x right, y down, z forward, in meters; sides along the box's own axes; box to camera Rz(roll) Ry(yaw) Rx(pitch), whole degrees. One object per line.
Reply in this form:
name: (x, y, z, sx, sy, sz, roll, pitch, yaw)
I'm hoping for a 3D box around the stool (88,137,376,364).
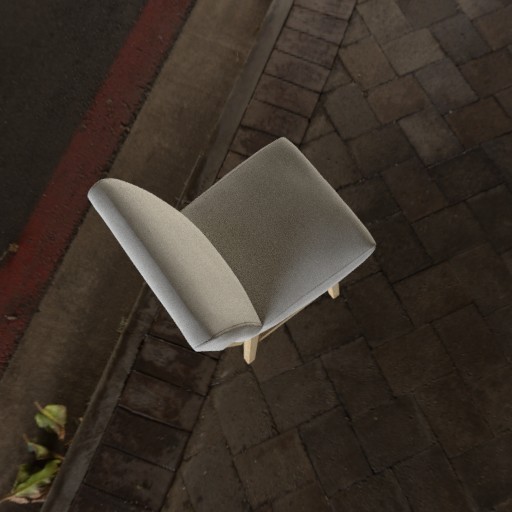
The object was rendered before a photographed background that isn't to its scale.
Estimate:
stool: (0.000, 0.000, 1.328, 0.543, 1.015, 0.446, -36, 78, -9)
